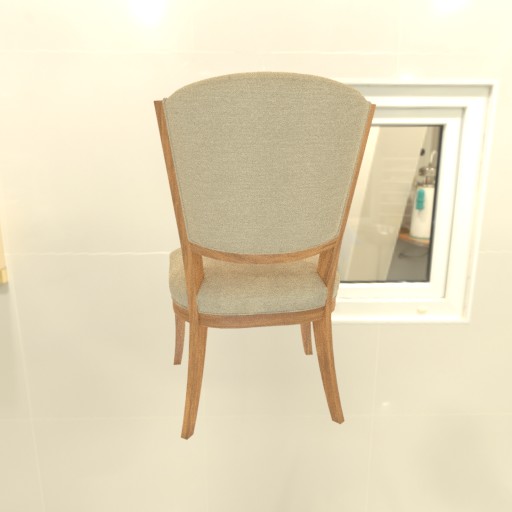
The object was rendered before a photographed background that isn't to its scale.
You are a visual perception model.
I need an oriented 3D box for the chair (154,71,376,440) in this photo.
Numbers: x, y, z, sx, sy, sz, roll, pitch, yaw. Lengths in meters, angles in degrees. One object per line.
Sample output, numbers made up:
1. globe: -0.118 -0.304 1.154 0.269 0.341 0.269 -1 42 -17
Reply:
1. chair: 0.000 0.000 1.266 0.513 0.905 0.584 -2 14 -9
